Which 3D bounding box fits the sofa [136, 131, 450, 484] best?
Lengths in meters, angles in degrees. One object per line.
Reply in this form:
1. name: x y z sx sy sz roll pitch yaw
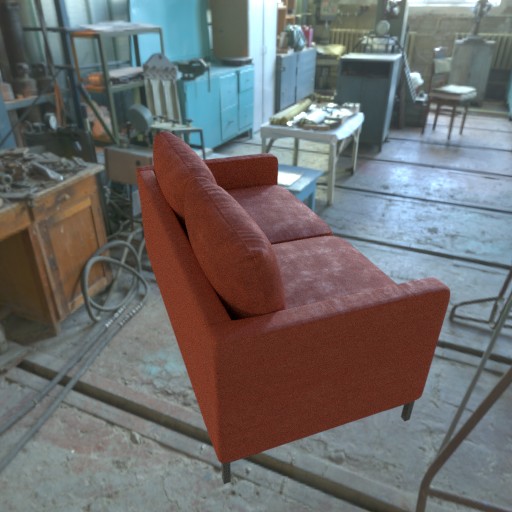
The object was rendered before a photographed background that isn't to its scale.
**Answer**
1. sofa: 0.000 0.000 2.089 0.864 0.896 1.574 -11 32 -18
